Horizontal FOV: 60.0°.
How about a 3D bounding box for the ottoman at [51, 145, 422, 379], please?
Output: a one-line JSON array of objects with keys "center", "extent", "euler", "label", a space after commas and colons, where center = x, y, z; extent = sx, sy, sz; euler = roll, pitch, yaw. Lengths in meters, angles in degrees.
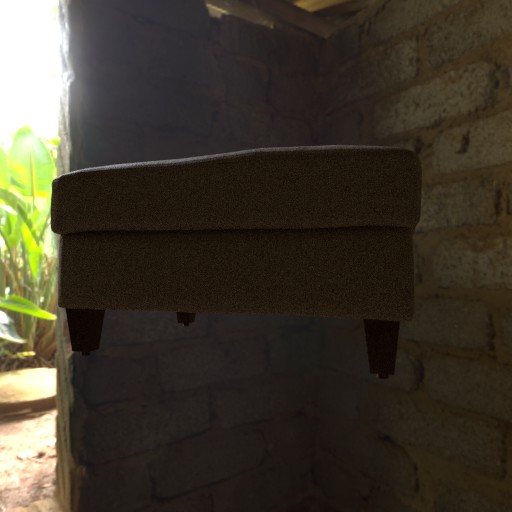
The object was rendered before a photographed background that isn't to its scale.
[{"center": [0.000, 0.000, 1.292], "extent": [0.889, 0.511, 0.692], "euler": [0, -1, 18], "label": "ottoman"}]
